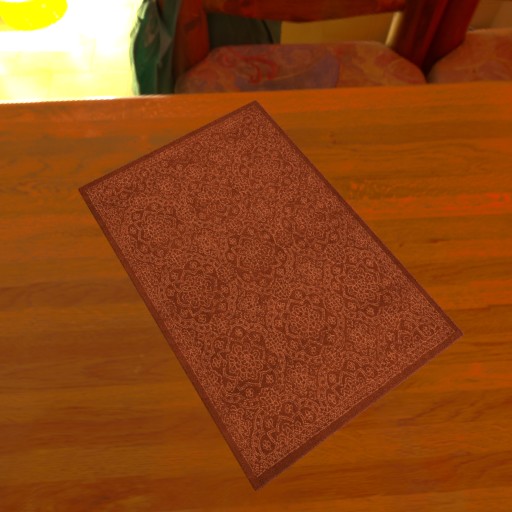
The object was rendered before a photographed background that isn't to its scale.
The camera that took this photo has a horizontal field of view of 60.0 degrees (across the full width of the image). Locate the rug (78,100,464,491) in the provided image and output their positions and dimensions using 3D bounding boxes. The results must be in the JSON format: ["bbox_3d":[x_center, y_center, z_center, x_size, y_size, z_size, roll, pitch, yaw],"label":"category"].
[{"bbox_3d":[0.000,0.000,2.333,1.219,0.010,1.829,-31,68,-14],"label":"rug"}]
